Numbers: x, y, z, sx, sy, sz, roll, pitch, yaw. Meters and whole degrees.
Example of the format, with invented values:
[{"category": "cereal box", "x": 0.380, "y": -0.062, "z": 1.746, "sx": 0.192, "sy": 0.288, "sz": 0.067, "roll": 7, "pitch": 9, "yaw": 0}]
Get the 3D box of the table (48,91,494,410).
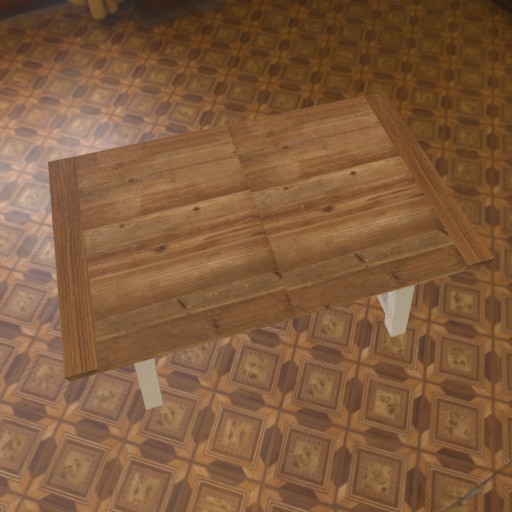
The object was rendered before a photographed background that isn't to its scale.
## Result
[{"category": "table", "x": 0.000, "y": 0.000, "z": 2.017, "sx": 1.503, "sy": 0.743, "sz": 0.922, "roll": -14, "pitch": 61, "yaw": -8}]
